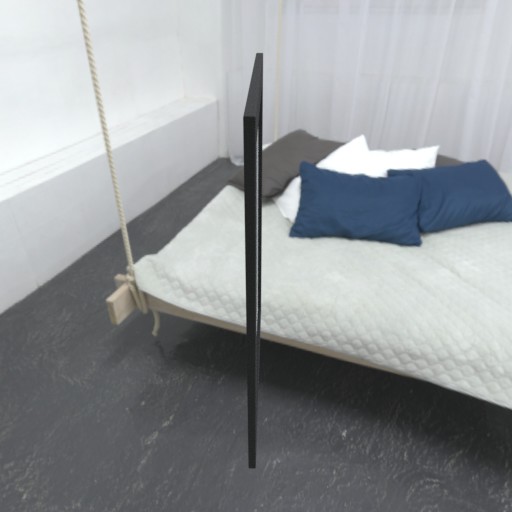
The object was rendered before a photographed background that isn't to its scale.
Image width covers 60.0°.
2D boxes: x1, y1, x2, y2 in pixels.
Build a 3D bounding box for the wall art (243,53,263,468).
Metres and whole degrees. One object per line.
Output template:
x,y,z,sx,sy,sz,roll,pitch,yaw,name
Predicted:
0.000,0.000,0.690,0.012,0.529,0.374,1,32,1,wall art
